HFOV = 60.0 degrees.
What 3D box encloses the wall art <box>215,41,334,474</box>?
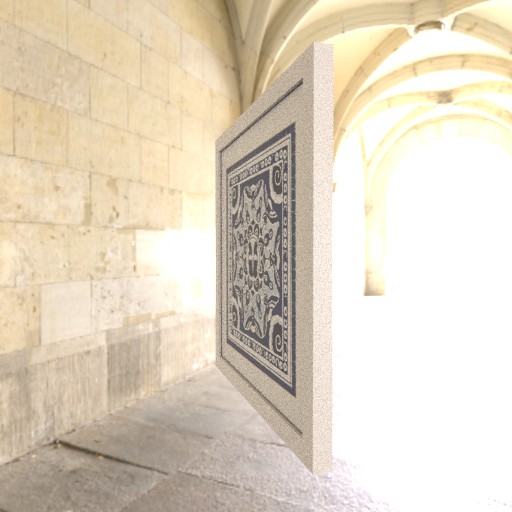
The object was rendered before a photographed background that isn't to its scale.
[{"bbox_3d":[0.000,0.000,0.842,0.028,0.559,0.559,0,1,-18],"label":"wall art"}]
